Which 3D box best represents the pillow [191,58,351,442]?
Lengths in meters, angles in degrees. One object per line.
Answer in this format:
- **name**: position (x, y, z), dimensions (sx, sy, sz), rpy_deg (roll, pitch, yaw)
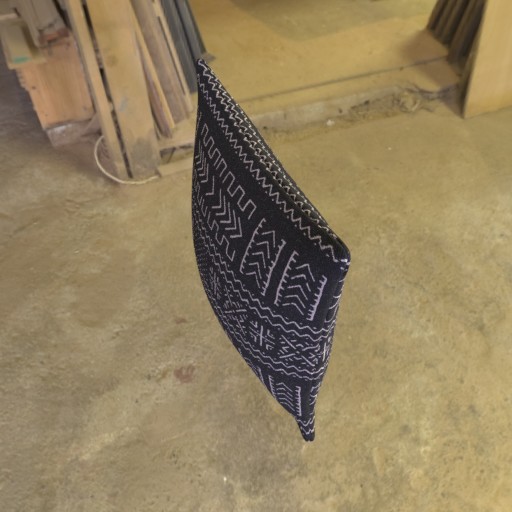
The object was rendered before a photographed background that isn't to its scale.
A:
- **pillow**: position (0.000, 0.000, 0.672), dimensions (0.164, 0.430, 0.438), rpy_deg (-17, 49, -15)
